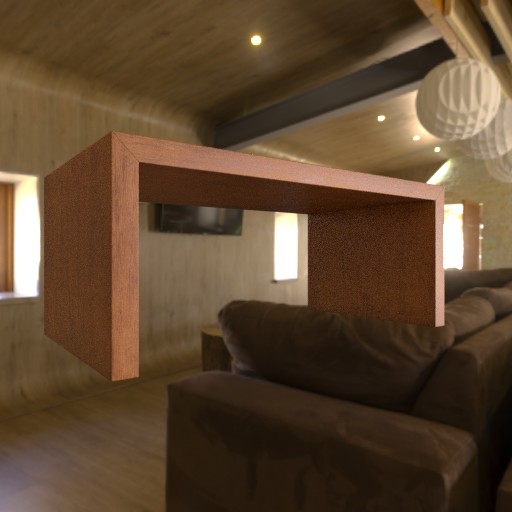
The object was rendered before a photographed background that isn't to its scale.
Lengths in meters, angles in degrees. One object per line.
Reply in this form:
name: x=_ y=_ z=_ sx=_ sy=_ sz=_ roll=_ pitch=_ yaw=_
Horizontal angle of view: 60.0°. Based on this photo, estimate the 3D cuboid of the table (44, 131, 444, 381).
table: x=0.000 y=0.000 z=1.255 sx=1.000 sy=0.419 sz=0.549 roll=0 pitch=0 yaw=-36
